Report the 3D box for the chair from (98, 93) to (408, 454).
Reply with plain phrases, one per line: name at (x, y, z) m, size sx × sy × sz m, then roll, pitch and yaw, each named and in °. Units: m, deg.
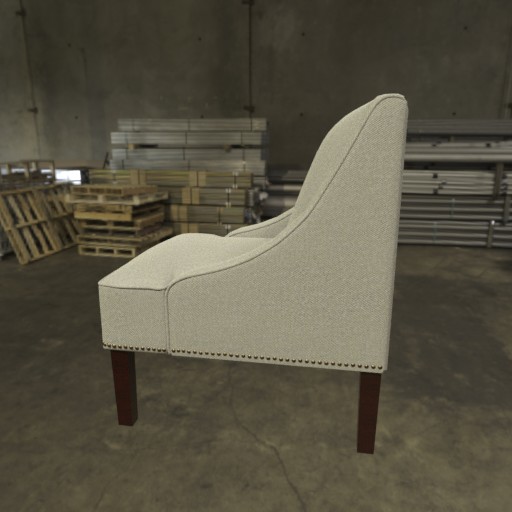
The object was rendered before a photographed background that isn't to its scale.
chair at (0.000, 0.000, 1.358) m, size 0.748 × 0.872 × 0.628 m, roll 3°, pitch 15°, yaw 10°
